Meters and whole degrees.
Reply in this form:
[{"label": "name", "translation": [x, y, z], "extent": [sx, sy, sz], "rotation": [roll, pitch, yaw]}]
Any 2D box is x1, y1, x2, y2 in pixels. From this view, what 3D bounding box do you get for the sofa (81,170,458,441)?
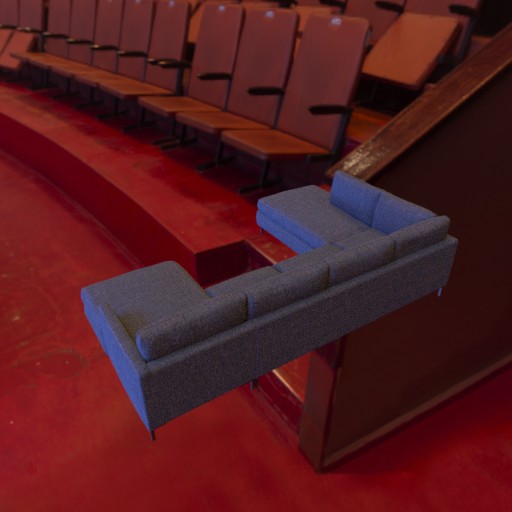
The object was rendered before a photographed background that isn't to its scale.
[{"label": "sofa", "translation": [0.000, 0.000, 3.691], "extent": [2.737, 0.753, 1.879], "rotation": [-19, 36, -28]}]
